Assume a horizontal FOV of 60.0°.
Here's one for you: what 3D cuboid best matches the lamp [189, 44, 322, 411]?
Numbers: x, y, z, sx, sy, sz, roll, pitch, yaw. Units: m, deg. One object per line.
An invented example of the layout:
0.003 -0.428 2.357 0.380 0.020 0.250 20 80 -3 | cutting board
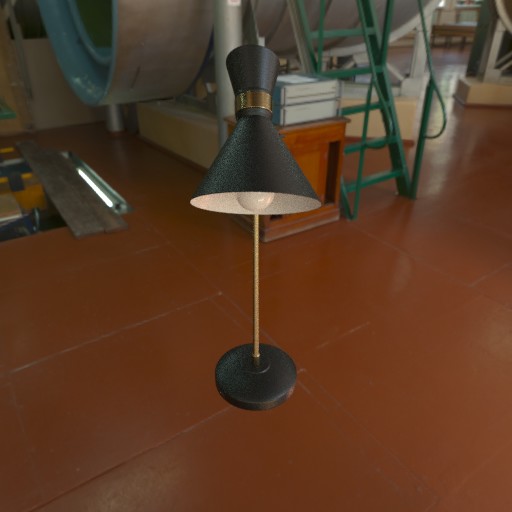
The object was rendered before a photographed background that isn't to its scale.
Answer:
0.000 0.000 0.758 0.189 0.647 0.292 0 30 0 | lamp
